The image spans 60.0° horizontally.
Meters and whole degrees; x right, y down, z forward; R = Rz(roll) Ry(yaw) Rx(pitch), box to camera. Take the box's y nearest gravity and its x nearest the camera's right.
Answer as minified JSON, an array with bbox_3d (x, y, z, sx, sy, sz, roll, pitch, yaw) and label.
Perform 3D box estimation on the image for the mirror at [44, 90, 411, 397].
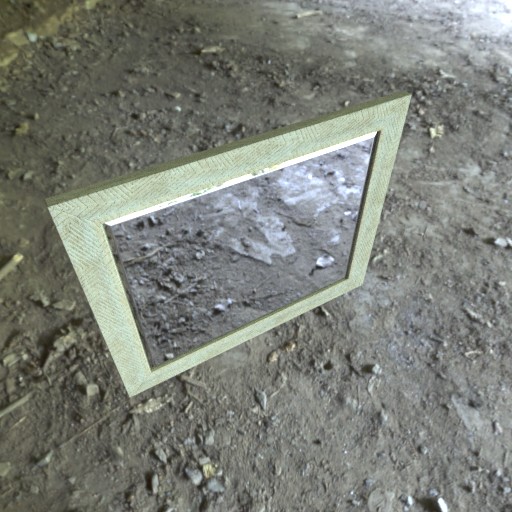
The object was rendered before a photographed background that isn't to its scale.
[{"bbox_3d":[0.000,0.000,1.156,0.839,0.689,0.028,-22,50,-21],"label":"mirror"}]
